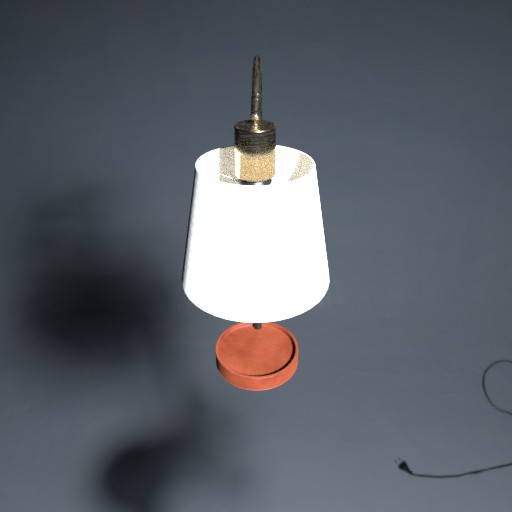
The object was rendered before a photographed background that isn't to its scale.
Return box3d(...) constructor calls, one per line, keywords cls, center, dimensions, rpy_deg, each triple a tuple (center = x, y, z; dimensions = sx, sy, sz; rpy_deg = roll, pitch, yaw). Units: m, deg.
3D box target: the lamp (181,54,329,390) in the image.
box3d(cls="lamp", center=(0.000, 0.000, 0.659), dimensions=(0.211, 0.536, 0.273), rpy_deg=(1, 32, 1))
